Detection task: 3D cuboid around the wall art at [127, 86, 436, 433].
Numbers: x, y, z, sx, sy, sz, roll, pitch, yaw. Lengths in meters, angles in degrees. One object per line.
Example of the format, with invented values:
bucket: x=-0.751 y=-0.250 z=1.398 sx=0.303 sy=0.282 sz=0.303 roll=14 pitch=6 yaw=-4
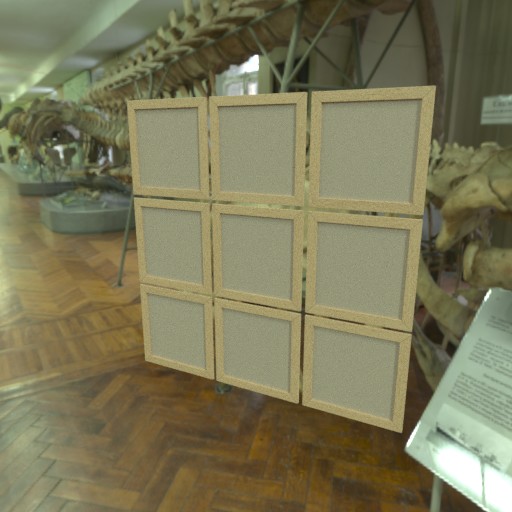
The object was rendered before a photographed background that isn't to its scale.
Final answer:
wall art: x=0.000 y=0.000 z=2.195 sx=1.519 sy=1.507 sz=0.014 roll=7 pitch=17 yaw=26
